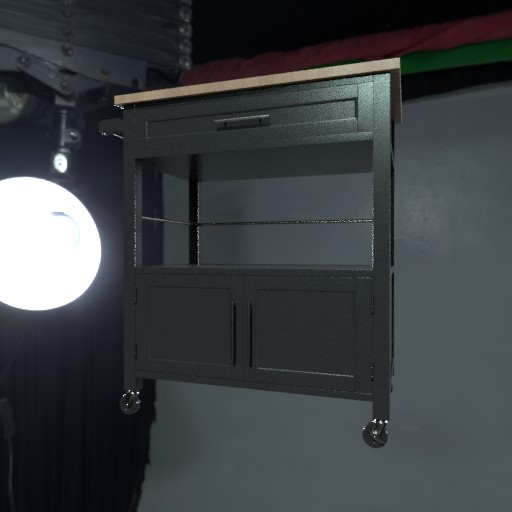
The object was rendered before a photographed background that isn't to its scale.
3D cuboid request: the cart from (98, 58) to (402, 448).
[{"bbox_3d":[0.000,0.000,1.353,0.840,0.901,0.459,0,0,19],"label":"cart"}]
